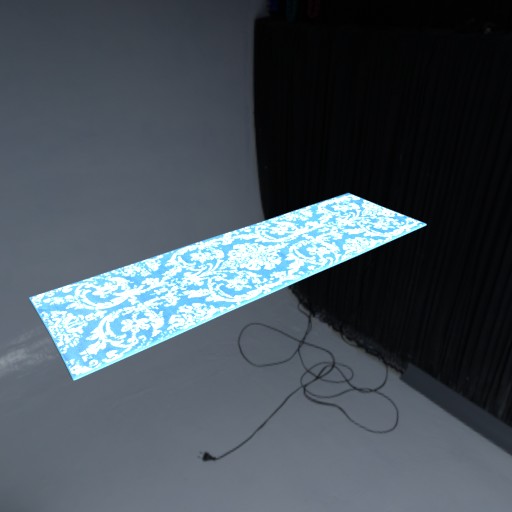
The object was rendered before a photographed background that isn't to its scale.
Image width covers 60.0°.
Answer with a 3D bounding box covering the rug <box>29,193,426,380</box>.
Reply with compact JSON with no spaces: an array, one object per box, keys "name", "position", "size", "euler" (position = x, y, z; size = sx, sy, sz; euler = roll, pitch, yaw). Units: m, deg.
[{"name":"rug","position":[0.000,0.000,2.440],"size":[2.196,0.011,0.662],"euler":[-21,36,-32]}]
